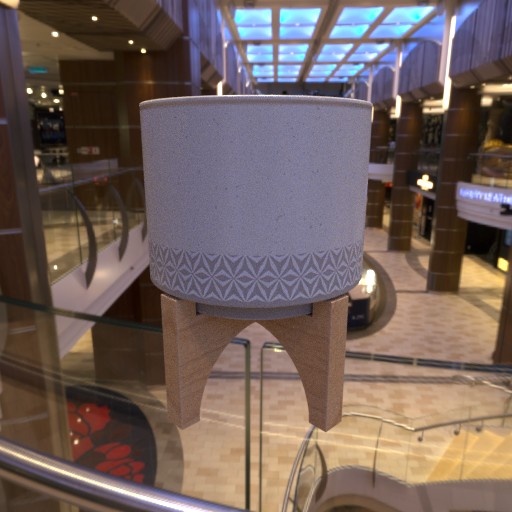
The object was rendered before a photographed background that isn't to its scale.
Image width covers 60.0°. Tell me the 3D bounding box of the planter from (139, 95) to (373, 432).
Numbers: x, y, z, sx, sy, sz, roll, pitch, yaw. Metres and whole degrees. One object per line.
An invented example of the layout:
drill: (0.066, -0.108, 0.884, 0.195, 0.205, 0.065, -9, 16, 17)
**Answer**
planter: (0.000, 0.000, 0.276, 0.130, 0.178, 0.130, 0, 15, 0)
